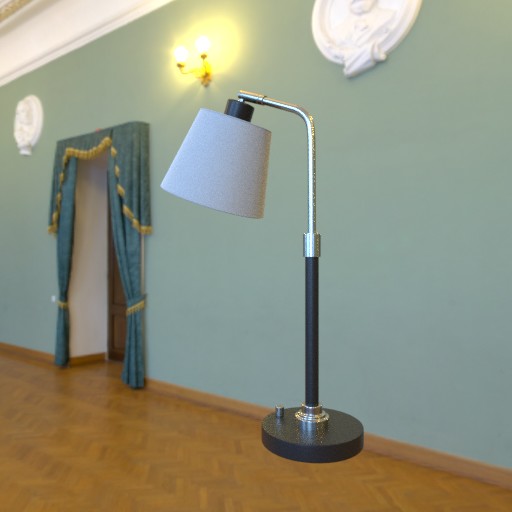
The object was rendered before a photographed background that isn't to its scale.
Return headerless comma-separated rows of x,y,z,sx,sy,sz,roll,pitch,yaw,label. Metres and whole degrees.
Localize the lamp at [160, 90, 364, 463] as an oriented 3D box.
0.000,0.000,0.705,0.348,0.539,0.181,0,0,35,lamp
